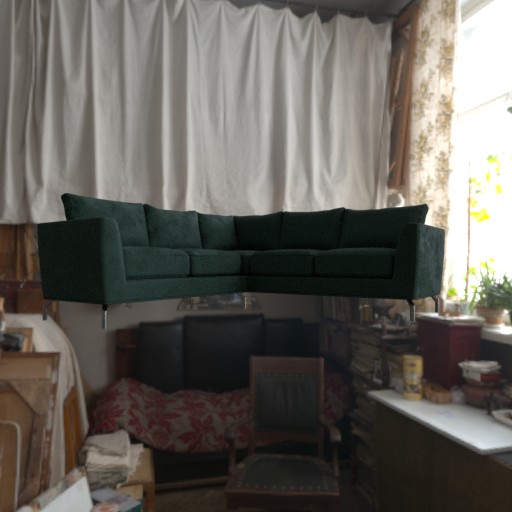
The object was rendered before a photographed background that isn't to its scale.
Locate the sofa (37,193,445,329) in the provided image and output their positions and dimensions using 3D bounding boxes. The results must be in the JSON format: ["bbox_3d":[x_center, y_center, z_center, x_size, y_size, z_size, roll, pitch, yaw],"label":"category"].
[{"bbox_3d":[0.000,0.000,3.718,2.452,1.004,2.468,-1,-1,36],"label":"sofa"}]
